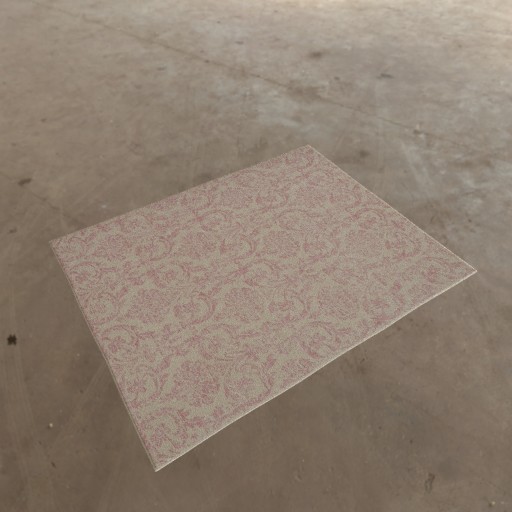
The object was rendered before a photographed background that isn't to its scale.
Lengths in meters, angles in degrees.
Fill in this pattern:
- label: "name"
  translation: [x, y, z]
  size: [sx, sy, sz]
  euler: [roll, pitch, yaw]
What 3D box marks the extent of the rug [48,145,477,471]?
- label: "rug"
  translation: [0.000, 0.000, 3.912]
  size: [2.980, 0.012, 2.363]
  euler: [-25, 51, -22]
